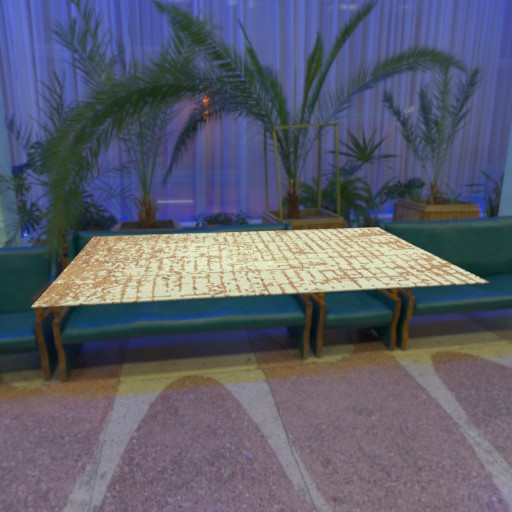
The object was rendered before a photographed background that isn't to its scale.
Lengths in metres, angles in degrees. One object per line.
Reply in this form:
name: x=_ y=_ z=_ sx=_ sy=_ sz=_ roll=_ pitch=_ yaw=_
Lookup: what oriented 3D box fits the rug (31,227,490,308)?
rug: x=0.000 y=0.000 z=3.043 sx=2.435 sy=0.011 sz=1.517 roll=-2 pitch=16 yaw=-8
